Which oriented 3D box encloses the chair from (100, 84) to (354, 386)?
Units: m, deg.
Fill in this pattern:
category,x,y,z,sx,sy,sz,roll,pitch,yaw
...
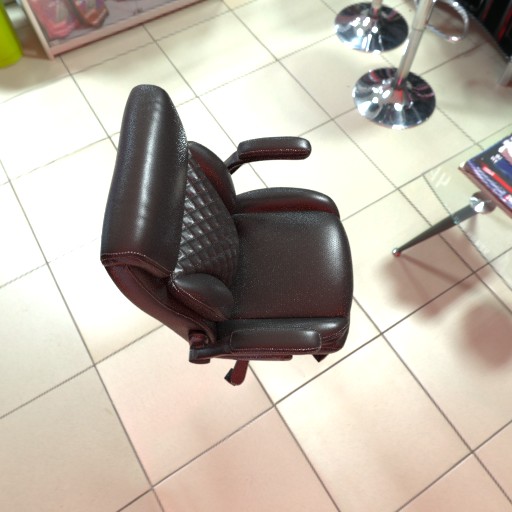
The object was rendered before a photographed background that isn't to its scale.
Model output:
category,x,y,z,sx,sy,sz,roll,pitch,yaw
chair,0.000,0.000,1.575,0.724,1.110,0.782,1,64,0
